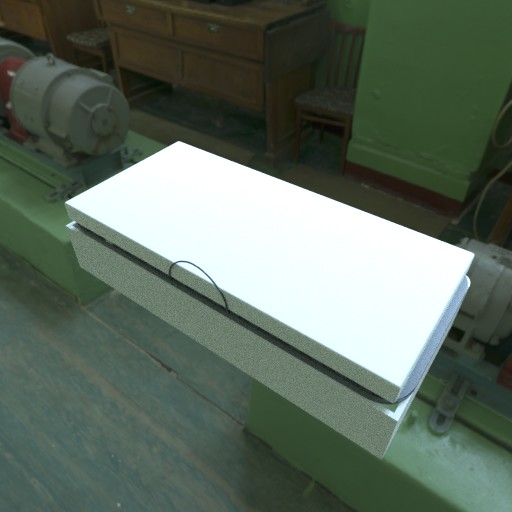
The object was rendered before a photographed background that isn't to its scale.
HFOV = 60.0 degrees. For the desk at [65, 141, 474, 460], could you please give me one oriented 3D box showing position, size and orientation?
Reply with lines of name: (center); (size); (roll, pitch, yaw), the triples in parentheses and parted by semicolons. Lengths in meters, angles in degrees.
desk: (0.000, 0.000, 2.275); (1.900, 0.526, 0.900); (26, 48, 26)
